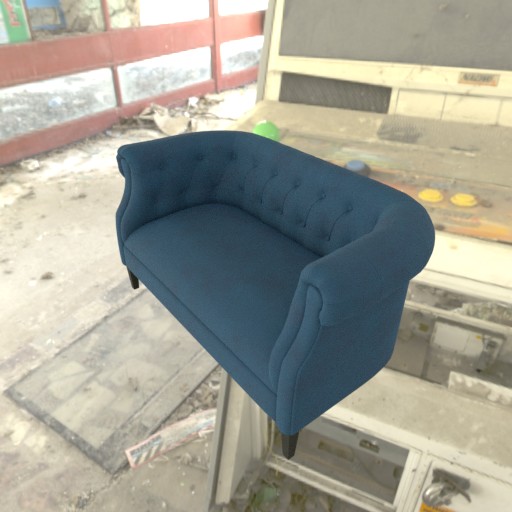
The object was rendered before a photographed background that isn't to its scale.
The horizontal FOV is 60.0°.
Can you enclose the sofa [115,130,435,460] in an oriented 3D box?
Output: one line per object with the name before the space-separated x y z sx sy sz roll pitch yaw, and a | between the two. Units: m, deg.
sofa | 0.000 0.000 2.092 0.835 0.827 1.558 -23 39 -31
